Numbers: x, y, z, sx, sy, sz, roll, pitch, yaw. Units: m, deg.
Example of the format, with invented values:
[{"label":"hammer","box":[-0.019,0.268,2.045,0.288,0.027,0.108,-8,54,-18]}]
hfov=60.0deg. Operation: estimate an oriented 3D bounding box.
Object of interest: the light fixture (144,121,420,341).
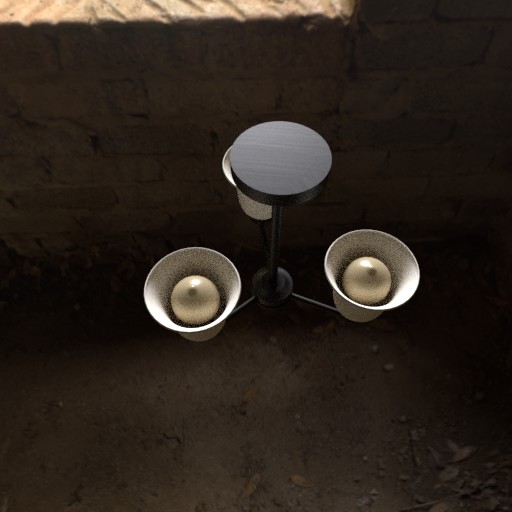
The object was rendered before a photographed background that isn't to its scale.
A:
[{"label":"light fixture","box":[0.000,0.000,0.667,0.354,0.370,0.388,-33,63,-19]}]
